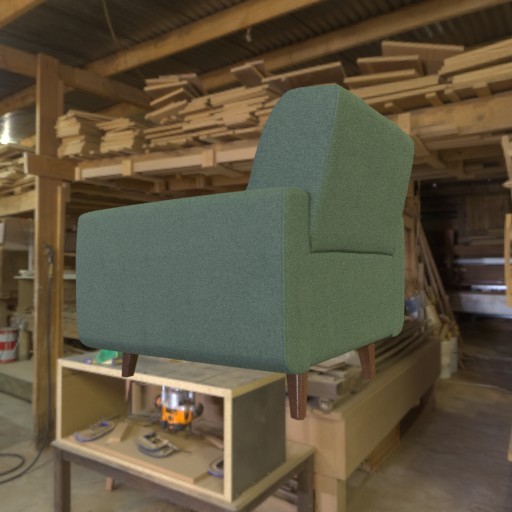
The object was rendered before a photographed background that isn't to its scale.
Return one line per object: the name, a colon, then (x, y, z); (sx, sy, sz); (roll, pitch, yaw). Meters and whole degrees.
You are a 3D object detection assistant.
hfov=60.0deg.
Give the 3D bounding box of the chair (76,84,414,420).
chair: (0.000, 0.000, 1.523); (0.909, 0.841, 0.831); (0, -1, 36)
